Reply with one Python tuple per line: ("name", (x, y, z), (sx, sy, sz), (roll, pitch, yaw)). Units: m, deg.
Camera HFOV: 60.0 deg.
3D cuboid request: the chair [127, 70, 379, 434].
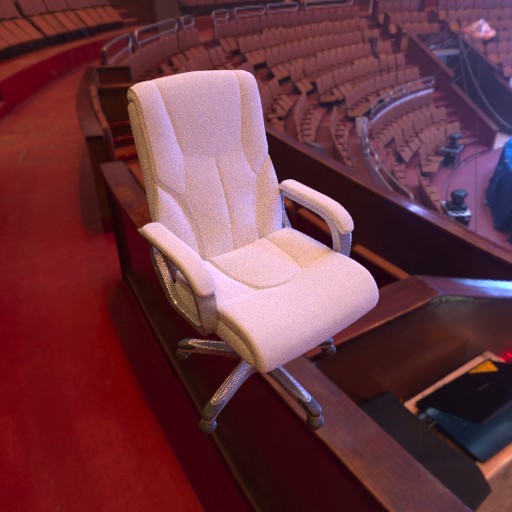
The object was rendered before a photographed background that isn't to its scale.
("chair", (0.000, 0.000, 1.547), (0.687, 1.120, 0.738), (-23, 38, -32))
